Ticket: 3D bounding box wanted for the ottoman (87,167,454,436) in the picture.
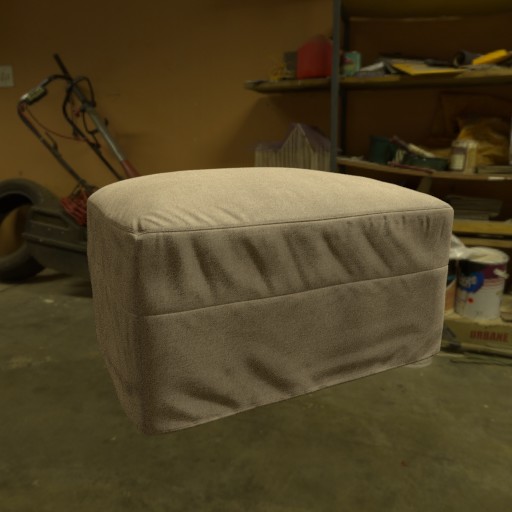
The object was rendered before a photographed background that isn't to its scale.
[{"bbox_3d":[0.000,0.000,1.231,0.837,0.481,0.683,-7,15,-26],"label":"ottoman"}]
